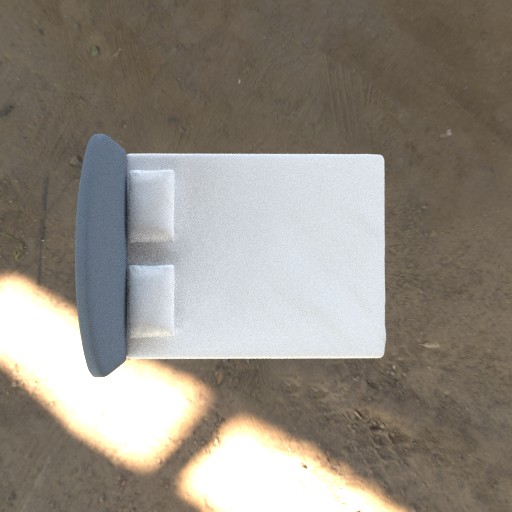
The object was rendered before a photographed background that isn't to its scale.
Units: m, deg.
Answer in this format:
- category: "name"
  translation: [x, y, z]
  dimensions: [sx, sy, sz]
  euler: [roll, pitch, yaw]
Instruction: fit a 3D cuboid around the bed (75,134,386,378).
- category: "bed"
  translation: [0.000, 0.000, 3.127]
  dimensions: [2.005, 1.410, 1.607]
  euler: [0, 90, -1]
